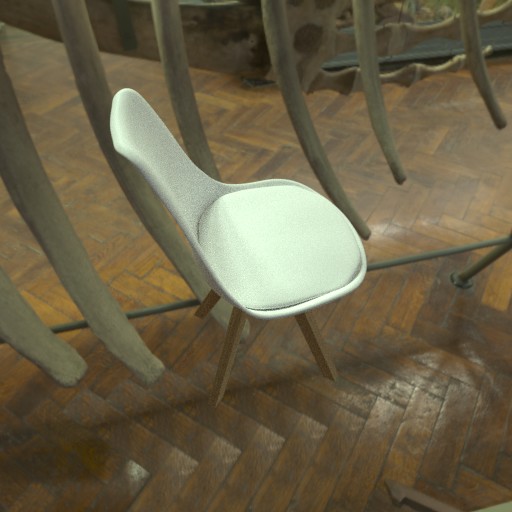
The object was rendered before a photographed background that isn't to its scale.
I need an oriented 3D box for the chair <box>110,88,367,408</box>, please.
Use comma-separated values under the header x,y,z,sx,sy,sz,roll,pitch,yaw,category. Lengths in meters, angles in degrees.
x,y,z,sx,sy,sz,roll,pitch,yaw,category
0.000,0.000,1.154,0.550,0.849,0.485,-10,47,-9,chair
